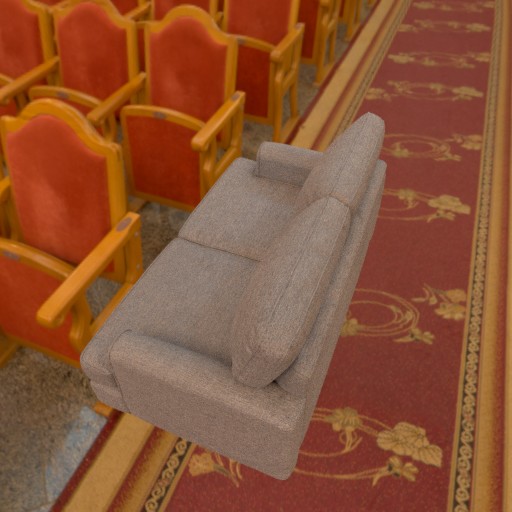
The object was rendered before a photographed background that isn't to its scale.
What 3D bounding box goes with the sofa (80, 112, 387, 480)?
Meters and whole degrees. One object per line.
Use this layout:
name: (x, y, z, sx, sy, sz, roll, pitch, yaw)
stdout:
sofa: (0.000, 0.000, 2.182, 0.965, 0.965, 1.651, 16, 48, 16)
